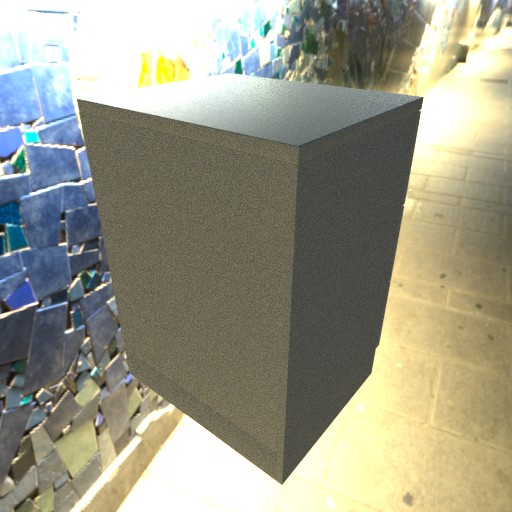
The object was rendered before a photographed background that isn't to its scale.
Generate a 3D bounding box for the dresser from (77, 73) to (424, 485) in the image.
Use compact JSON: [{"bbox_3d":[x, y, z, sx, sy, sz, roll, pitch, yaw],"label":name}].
[{"bbox_3d":[0.000,0.000,0.814,0.400,0.560,0.360,22,37,33],"label":"dresser"}]
